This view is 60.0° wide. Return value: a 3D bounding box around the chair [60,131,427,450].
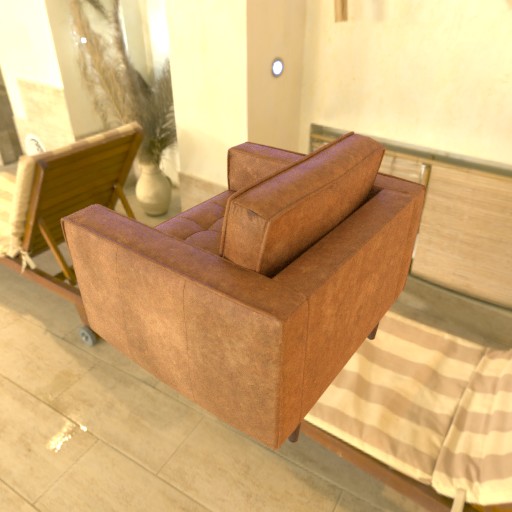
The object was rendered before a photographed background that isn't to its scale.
[{"bbox_3d":[0.000,0.000,1.498,0.798,0.767,0.928,22,38,30],"label":"chair"}]
